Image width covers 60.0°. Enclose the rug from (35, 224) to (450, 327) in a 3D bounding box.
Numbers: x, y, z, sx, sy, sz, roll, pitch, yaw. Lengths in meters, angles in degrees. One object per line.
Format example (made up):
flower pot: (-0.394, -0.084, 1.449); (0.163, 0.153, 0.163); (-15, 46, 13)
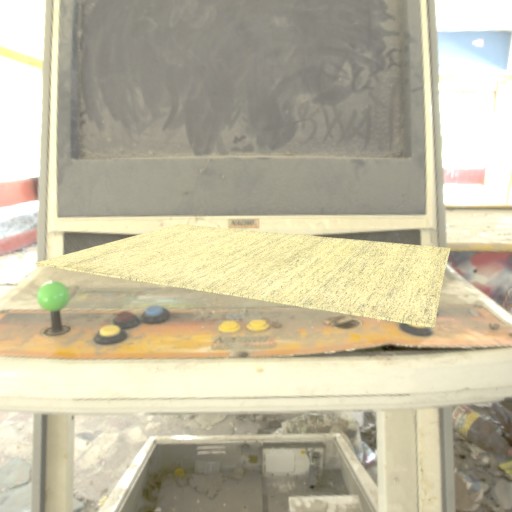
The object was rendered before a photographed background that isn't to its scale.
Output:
rug: (0.000, 0.000, 2.872); (2.263, 0.017, 1.523); (6, 15, 24)
